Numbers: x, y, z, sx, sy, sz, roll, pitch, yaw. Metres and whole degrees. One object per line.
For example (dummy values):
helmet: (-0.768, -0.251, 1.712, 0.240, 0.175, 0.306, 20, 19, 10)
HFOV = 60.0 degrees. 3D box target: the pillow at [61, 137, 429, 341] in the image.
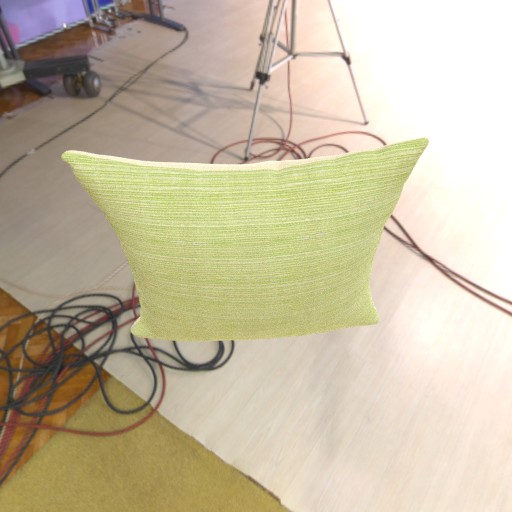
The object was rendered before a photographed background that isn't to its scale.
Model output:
pillow: (0.000, 0.000, 0.821, 0.560, 0.487, 0.229, -3, 48, -2)
